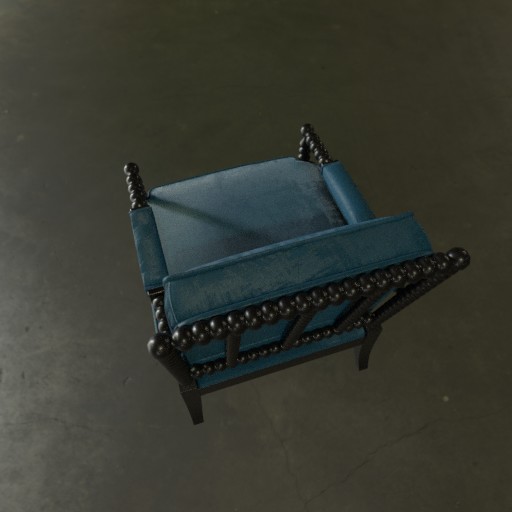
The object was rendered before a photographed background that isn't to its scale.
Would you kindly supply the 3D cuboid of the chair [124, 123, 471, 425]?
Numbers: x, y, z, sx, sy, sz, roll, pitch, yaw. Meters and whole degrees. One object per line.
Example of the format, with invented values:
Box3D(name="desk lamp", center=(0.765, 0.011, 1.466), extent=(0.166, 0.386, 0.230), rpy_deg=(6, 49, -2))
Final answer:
Box3D(name="chair", center=(0.000, 0.000, 1.356), extent=(0.688, 0.857, 0.805), rpy_deg=(-15, 58, -10))
